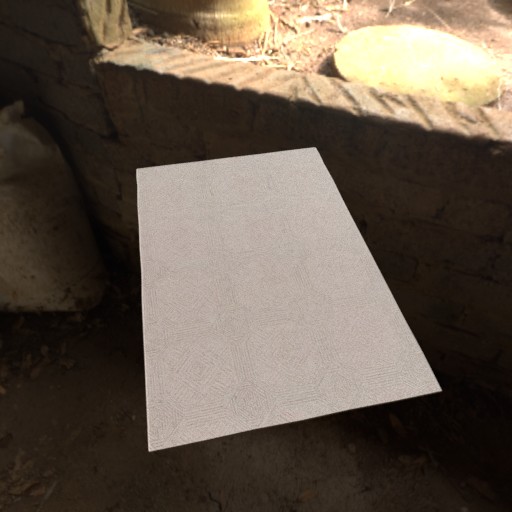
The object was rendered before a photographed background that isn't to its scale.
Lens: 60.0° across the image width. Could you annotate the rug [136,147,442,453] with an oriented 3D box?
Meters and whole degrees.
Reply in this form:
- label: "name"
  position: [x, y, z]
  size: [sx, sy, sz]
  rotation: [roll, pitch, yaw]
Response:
- label: "rug"
  position: [0.000, 0.000, 2.393]
  size: [1.236, 0.009, 1.839]
  rotation: [-9, 48, -8]
